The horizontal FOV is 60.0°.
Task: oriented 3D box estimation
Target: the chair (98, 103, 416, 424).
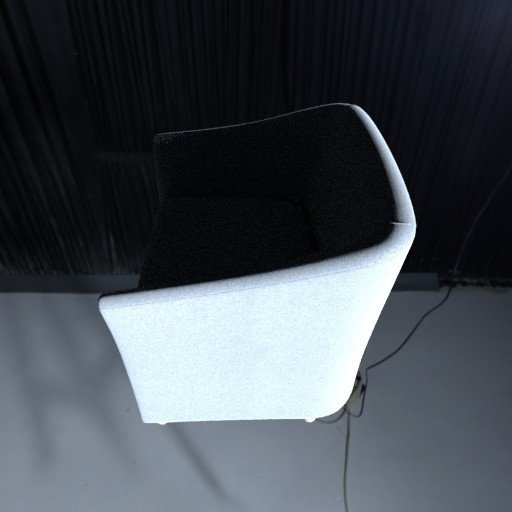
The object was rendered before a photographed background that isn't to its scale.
[{"bbox_3d":[0.000,0.000,1.366,0.700,0.720,0.790,-1,42,-1],"label":"chair"}]
